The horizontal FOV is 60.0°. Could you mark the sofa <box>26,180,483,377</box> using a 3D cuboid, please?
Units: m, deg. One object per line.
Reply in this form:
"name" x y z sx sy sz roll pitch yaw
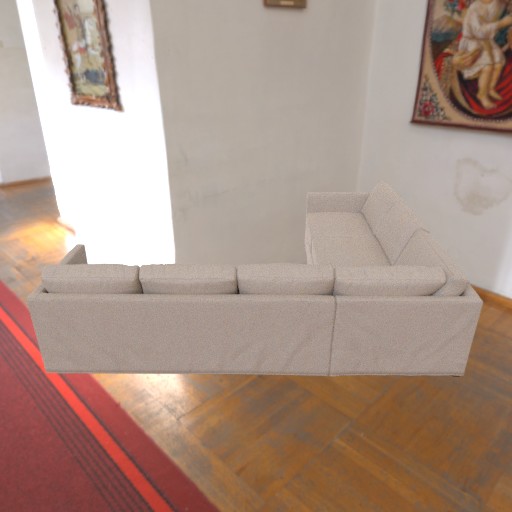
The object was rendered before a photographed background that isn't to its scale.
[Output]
"sofa" 0.000 0.000 4.244 3.182 0.871 2.432 0 26 1
